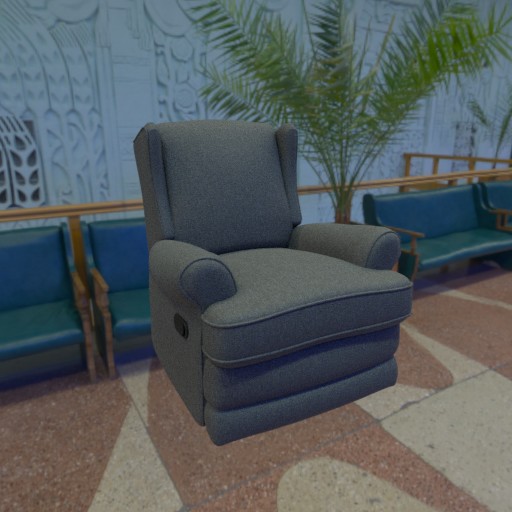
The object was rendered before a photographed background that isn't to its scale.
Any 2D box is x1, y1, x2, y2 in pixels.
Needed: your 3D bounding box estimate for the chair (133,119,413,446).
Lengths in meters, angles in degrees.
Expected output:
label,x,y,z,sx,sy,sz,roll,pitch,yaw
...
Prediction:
label,x,y,z,sx,sy,sz,roll,pitch,yaw
chair,0.000,0.000,1.704,0.847,1.011,0.969,-8,18,-26
